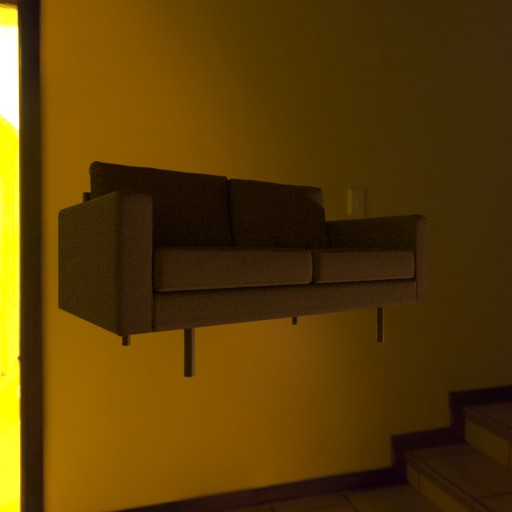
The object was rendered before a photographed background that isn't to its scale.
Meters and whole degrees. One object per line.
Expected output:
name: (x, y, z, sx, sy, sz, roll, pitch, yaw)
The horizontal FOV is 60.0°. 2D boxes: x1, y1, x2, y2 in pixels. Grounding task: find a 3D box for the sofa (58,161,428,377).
sofa: (0.000, 0.000, 2.286, 1.730, 0.897, 0.889, 0, 1, -36)
